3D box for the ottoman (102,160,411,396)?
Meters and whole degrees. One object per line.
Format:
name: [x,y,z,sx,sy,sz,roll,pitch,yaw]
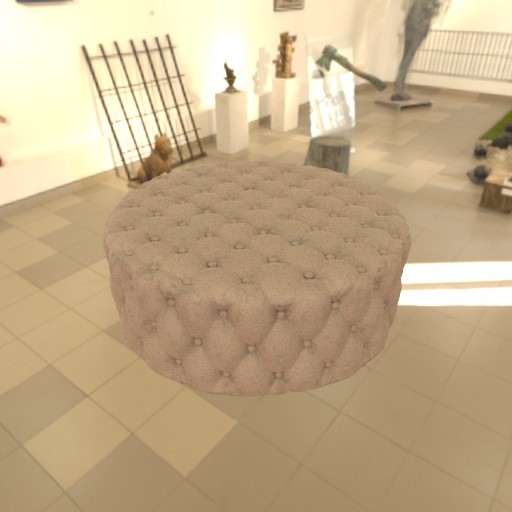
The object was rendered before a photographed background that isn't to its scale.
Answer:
ottoman: [0.000,0.000,1.551,0.998,0.399,0.998,0,32,0]
